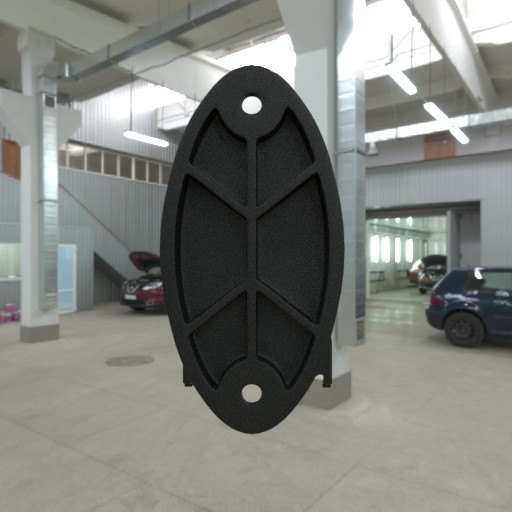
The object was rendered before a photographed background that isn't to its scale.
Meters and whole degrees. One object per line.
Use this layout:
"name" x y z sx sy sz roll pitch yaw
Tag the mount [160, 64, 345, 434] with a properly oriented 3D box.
"mount" 0.000 0.000 0.175 0.066 0.118 0.100 0 0 1
